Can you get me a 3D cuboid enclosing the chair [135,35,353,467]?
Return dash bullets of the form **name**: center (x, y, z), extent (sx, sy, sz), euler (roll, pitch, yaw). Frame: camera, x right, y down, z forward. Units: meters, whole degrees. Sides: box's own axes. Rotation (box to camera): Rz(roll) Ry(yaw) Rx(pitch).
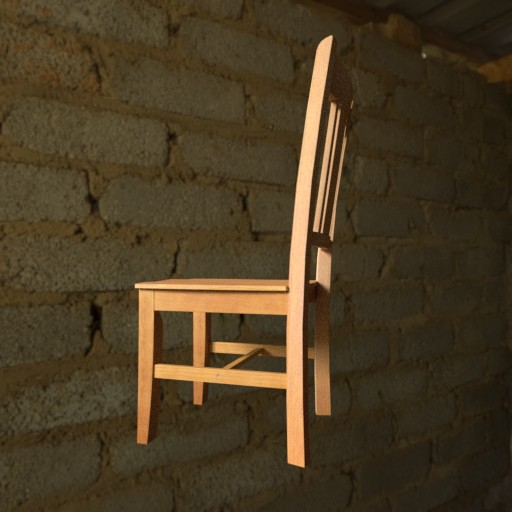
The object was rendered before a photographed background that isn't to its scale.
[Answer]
- **chair**: center (0.000, 0.000, 1.292), extent (0.556, 0.998, 0.450), euler (0, -1, 18)
